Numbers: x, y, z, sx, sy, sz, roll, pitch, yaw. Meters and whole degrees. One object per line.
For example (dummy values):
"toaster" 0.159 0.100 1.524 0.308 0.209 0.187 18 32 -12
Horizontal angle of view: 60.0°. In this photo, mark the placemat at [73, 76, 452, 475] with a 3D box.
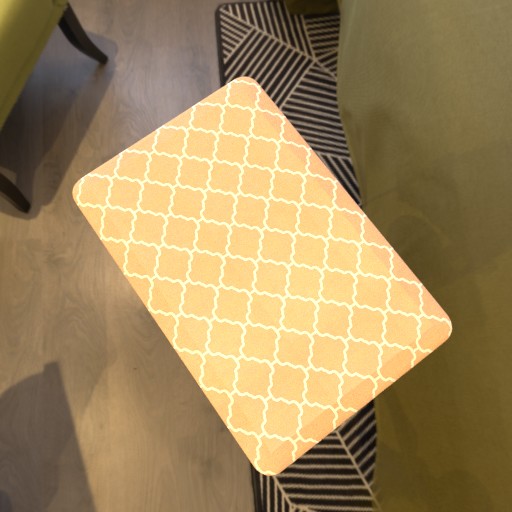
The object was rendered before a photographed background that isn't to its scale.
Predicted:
"placemat" 0.000 0.000 0.962 0.508 0.021 0.762 -35 80 -7
